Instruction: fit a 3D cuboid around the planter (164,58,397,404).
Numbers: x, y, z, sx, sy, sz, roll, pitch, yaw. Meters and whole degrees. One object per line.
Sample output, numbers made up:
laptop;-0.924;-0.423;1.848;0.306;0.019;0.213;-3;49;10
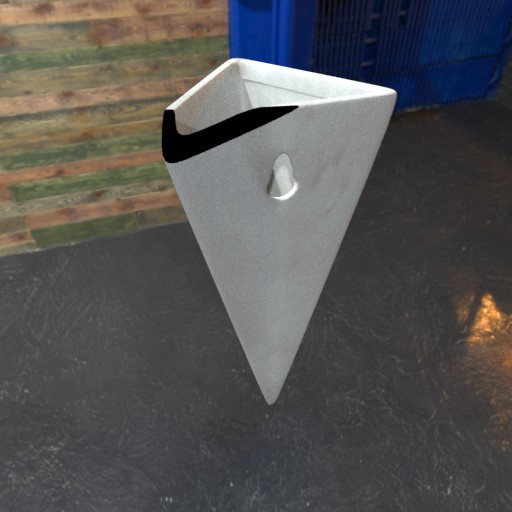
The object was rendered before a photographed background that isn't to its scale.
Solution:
planter;0.000;0.000;0.159;0.058;0.130;0.047;-11;44;-12
